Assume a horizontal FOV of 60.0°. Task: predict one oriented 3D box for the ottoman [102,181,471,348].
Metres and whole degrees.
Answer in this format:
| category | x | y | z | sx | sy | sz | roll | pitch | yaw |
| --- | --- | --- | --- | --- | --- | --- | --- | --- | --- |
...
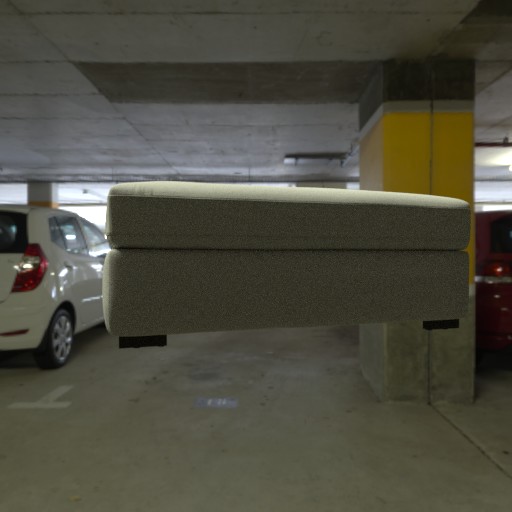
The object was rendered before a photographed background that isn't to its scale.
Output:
| category | x | y | z | sx | sy | sz | roll | pitch | yaw |
| --- | --- | --- | --- | --- | --- | --- | --- | --- | --- |
| ottoman | 0.000 | 0.000 | 1.816 | 1.167 | 0.482 | 1.163 | 0 | 0 | -17 |
